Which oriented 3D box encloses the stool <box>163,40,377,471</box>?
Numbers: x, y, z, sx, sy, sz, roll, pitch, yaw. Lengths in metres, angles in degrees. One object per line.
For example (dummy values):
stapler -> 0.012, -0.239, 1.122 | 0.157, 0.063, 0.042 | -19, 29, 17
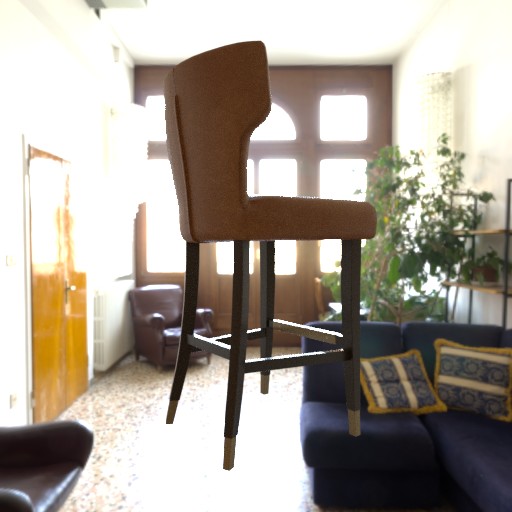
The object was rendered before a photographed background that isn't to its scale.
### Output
stool -> 0.000, 0.000, 1.408 | 0.563, 1.092, 0.526 | -1, 2, -36
